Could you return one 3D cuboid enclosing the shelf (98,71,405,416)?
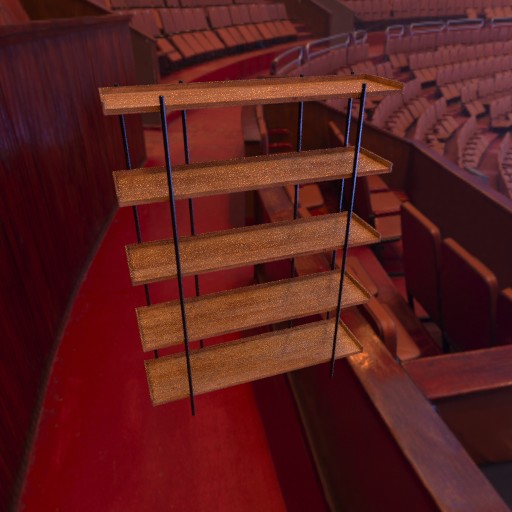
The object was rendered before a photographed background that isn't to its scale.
[{"bbox_3d":[0.000,0.000,2.480,1.371,1.826,0.379,-10,31,-17],"label":"shelf"}]
